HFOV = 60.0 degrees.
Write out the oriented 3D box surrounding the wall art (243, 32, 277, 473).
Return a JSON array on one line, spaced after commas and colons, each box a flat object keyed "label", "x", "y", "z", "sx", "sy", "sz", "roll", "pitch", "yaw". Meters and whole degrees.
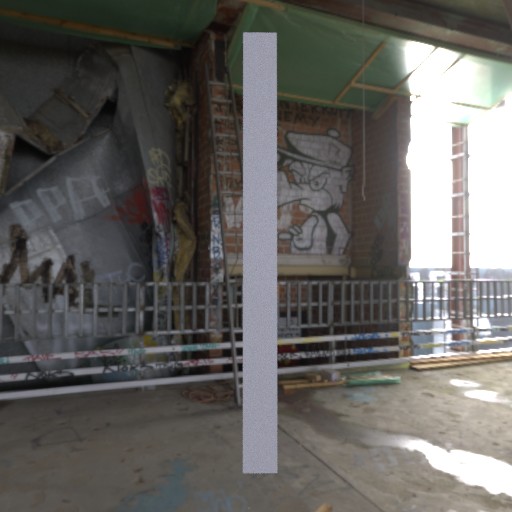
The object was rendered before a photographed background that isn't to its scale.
[{"label": "wall art", "x": 0.000, "y": 0.000, "z": 0.534, "sx": 0.027, "sy": 0.355, "sz": 0.355, "roll": 0, "pitch": -2, "yaw": -1}]
